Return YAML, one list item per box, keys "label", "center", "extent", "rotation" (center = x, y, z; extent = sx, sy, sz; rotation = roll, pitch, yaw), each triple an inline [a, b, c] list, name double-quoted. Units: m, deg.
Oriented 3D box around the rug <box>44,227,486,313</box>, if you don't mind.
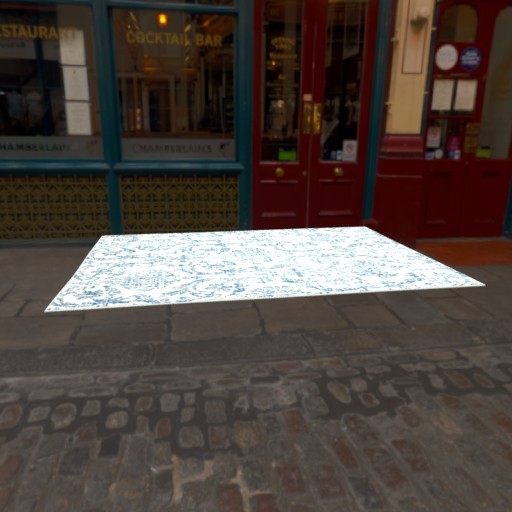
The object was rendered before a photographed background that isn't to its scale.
- label: "rug"
  center: [0.000, 0.000, 2.920]
  extent: [2.197, 0.014, 1.586]
  rotation: [-3, 15, -9]
